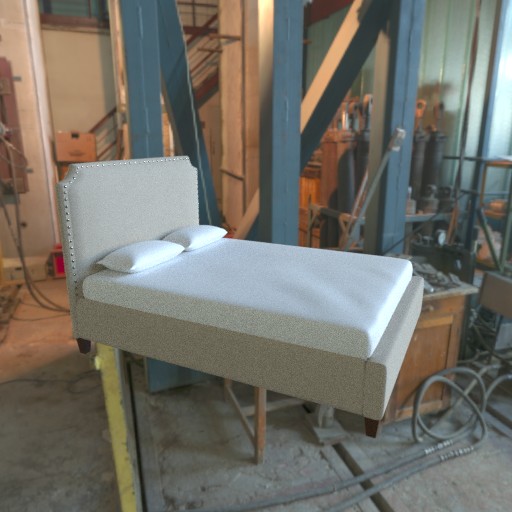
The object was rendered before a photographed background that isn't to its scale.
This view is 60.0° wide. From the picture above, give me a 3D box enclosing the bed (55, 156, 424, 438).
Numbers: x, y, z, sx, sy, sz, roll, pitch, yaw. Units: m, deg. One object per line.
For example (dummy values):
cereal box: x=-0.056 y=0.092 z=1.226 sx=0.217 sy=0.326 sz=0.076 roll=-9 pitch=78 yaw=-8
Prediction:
bed: x=0.000 y=0.000 z=3.487 sx=2.372 sy=1.443 sz=1.713 roll=7 pitch=17 yaw=25
